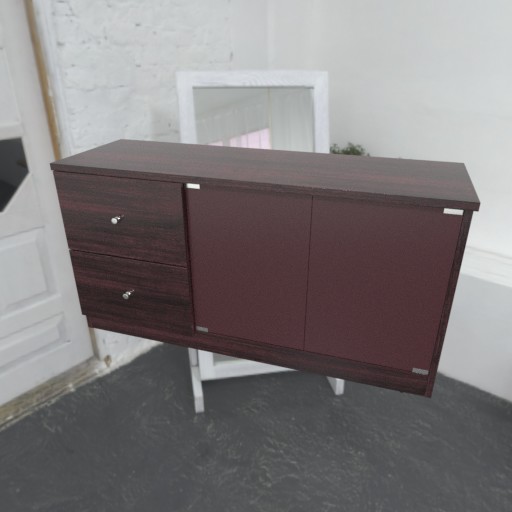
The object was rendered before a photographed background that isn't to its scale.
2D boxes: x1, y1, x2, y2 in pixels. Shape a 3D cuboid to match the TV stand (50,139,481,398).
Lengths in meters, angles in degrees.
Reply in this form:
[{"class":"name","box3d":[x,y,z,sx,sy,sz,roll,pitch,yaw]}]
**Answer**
[{"class":"TV stand","box3d":[0.000,0.000,1.464,1.192,0.614,0.404,8,27,16]}]
